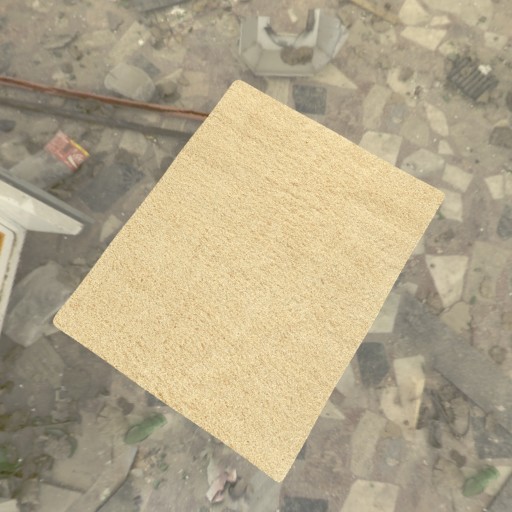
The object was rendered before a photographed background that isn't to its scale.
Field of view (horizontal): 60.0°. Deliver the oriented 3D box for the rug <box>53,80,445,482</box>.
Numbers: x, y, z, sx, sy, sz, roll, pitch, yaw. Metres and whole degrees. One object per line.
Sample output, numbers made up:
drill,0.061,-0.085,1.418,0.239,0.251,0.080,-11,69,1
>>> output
rug,0.000,0.000,4.086,2.401,0.025,3.001,32,77,8
